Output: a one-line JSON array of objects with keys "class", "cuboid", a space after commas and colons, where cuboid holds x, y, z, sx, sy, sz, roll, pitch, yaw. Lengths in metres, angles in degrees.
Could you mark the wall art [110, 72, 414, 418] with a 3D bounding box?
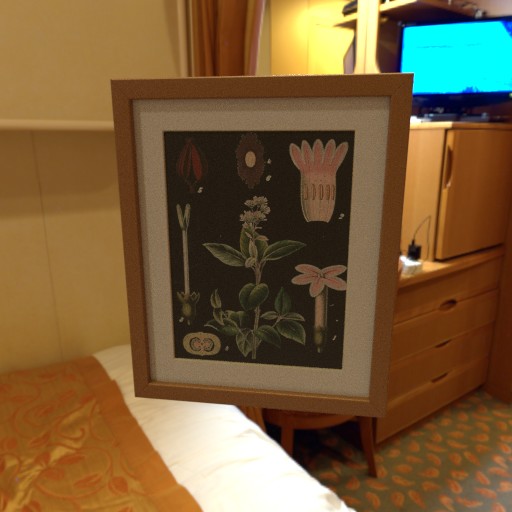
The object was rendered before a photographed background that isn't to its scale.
[{"class": "wall art", "cuboid": [0.000, 0.000, 0.500, 0.310, 0.379, 0.015, 2, 15, 8]}]
